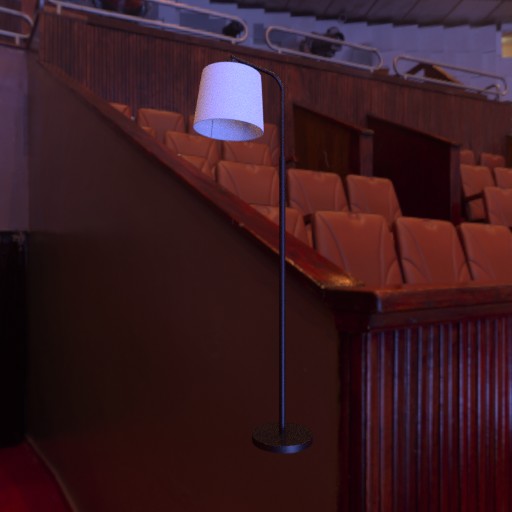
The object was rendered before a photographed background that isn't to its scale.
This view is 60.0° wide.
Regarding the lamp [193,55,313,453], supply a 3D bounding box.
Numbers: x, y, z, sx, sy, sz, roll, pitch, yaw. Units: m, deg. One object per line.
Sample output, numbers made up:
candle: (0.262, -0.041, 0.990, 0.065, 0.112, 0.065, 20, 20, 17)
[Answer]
lamp: (0.000, 0.000, 1.701, 0.508, 1.478, 0.254, 0, 0, -36)
